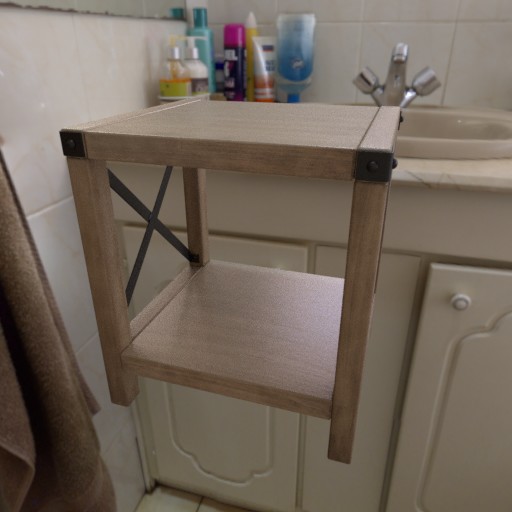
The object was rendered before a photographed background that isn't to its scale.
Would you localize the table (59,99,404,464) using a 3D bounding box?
[{"bbox_3d":[0.000,0.000,0.921,0.510,0.561,0.459,8,27,16],"label":"table"}]
